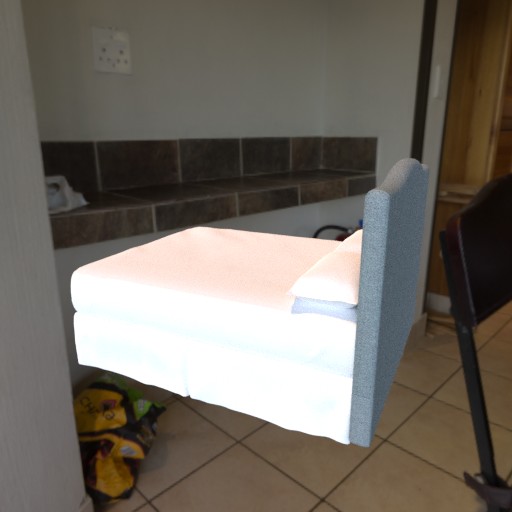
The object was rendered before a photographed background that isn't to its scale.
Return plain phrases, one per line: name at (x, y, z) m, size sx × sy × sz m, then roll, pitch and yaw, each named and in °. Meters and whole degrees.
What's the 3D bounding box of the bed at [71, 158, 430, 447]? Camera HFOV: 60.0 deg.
bed at (0.000, 0.000, 3.265) m, size 2.143 × 1.460 × 1.753 m, roll 8°, pitch 17°, yaw 25°
